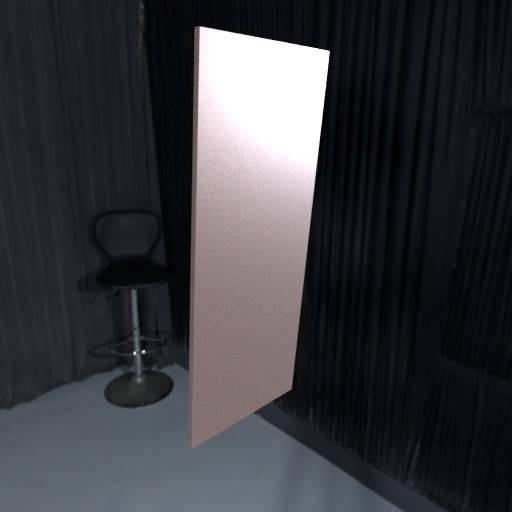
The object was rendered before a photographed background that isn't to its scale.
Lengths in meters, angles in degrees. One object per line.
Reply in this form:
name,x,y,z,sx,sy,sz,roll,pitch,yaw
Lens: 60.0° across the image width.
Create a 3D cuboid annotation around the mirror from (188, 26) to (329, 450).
mirror,0.000,0.000,2.302,0.812,2.020,0.221,-15,22,-42
